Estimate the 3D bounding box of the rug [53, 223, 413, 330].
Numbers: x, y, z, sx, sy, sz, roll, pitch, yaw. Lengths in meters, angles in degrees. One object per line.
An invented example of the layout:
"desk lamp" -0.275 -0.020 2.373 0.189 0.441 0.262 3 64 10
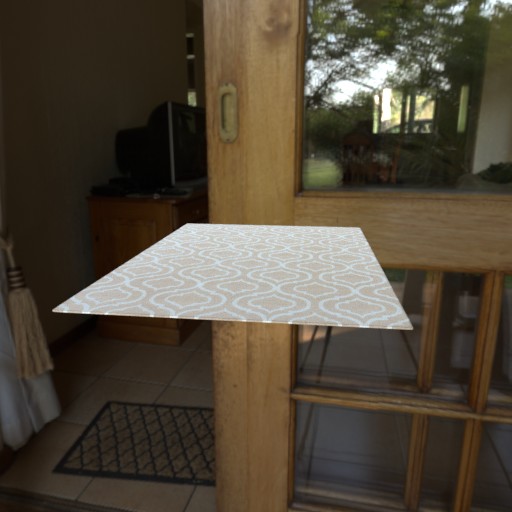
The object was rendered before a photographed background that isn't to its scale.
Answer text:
"rug" 0.000 0.000 2.860 1.524 0.010 2.134 2 15 7
